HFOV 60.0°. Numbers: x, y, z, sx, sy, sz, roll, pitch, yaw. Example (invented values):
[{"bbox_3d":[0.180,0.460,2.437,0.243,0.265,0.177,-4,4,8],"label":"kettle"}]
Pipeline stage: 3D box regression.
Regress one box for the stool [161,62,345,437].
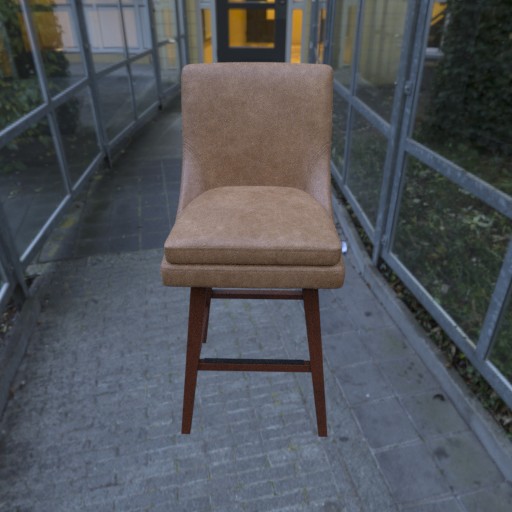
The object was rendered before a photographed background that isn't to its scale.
[{"bbox_3d":[0.000,0.000,1.423,0.487,1.079,0.572,1,31,1],"label":"stool"}]
